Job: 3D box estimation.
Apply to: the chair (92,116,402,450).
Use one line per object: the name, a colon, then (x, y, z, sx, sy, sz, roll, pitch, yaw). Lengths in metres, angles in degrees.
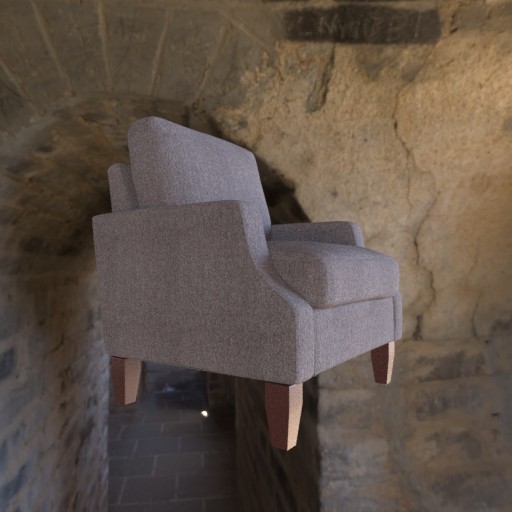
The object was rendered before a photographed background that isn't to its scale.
chair: (0.000, 0.000, 1.652, 0.897, 0.993, 0.855, -1, -1, 35)
